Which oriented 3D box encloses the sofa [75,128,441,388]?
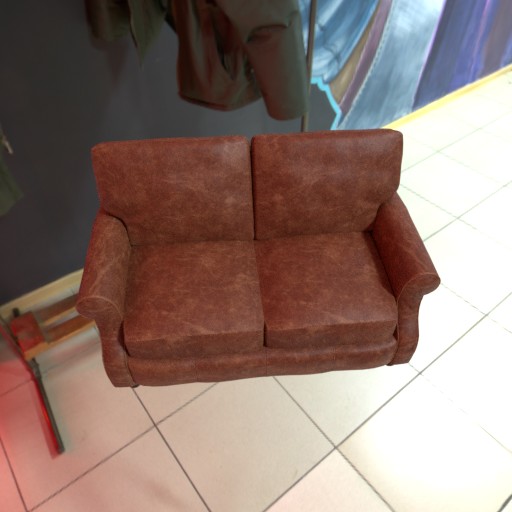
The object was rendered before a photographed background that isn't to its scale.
[{"bbox_3d":[0.000,0.000,2.226,1.616,0.967,0.990,-4,46,-4],"label":"sofa"}]
